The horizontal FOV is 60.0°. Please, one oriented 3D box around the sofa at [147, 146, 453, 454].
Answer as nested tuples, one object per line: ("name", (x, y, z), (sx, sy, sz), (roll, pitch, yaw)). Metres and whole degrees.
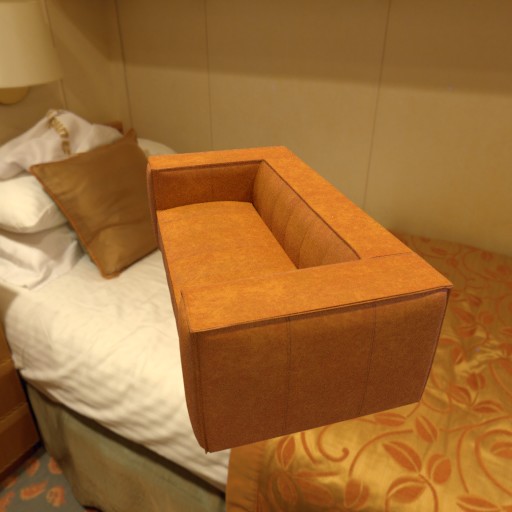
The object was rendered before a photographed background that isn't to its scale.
("sofa", (0.000, 0.000, 2.618), (1.102, 0.703, 2.088), (-8, 31, -14))
